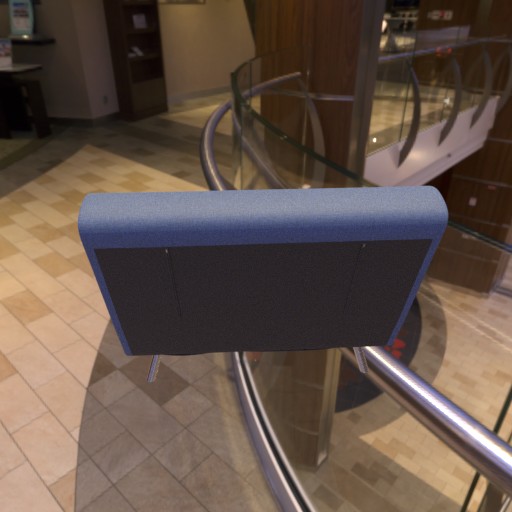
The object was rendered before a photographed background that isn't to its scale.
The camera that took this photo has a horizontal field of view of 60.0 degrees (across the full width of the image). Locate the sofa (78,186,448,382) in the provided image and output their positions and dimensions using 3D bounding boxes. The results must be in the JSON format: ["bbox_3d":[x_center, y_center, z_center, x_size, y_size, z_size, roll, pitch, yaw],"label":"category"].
[{"bbox_3d":[0.000,0.000,1.761,0.999,0.860,0.996,-2,30,-3],"label":"sofa"}]
